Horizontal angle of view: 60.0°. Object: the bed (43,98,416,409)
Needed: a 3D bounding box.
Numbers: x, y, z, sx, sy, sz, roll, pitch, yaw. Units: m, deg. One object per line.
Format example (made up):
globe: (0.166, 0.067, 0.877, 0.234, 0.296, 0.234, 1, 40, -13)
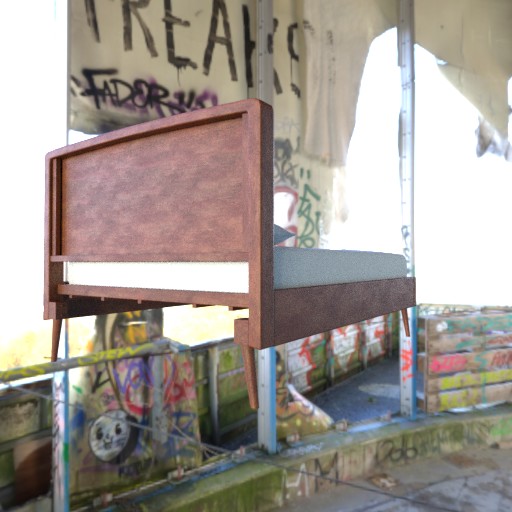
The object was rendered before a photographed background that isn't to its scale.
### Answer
bed: (0.000, 0.000, 3.106, 1.587, 1.275, 2.196, -1, -1, 35)
